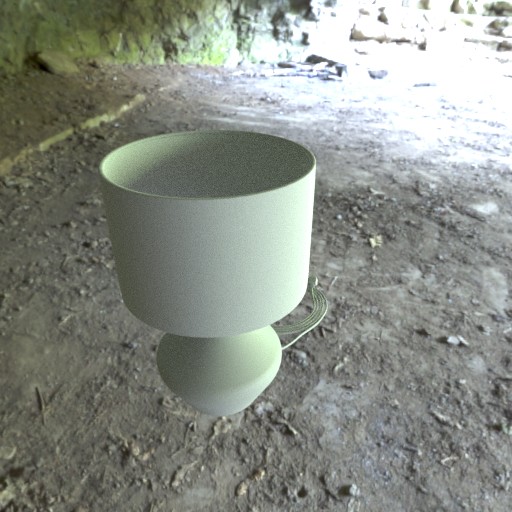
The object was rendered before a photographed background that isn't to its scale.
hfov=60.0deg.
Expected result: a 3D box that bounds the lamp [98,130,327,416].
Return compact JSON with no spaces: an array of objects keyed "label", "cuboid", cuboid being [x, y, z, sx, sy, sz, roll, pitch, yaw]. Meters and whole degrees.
[{"label":"lamp","cuboid":[0.000,0.000,0.844,0.546,0.457,0.401,-21,36,-31]}]
